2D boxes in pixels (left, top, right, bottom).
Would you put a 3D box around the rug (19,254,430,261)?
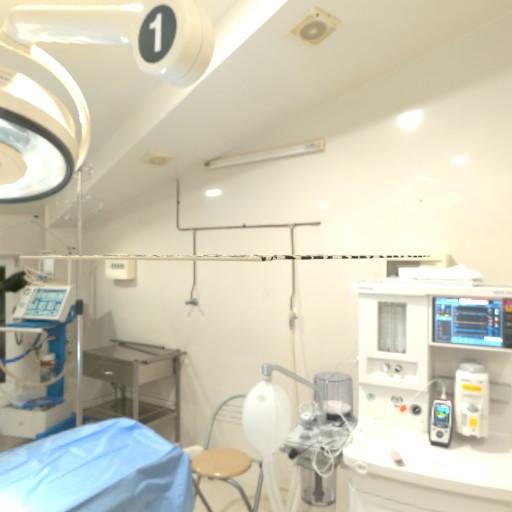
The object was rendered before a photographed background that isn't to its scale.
[{"bbox_3d":[0.000,0.000,4.297,2.444,0.036,3.369,0,0,35],"label":"rug"}]
